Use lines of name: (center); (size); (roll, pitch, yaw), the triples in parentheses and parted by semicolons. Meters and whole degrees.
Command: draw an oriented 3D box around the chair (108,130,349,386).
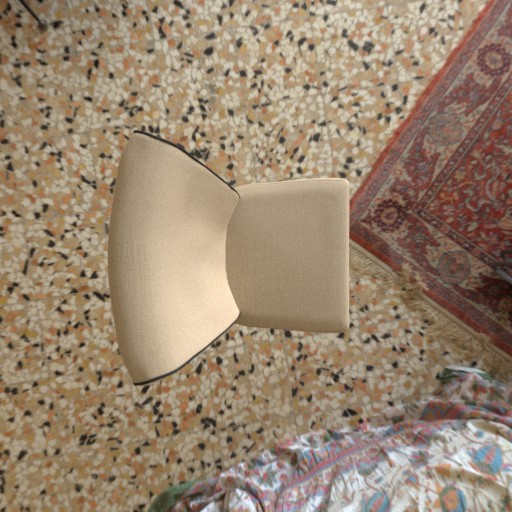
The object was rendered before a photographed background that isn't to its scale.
chair: (0.000, 0.000, 1.370); (0.623, 0.997, 0.522); (0, 91, -1)
